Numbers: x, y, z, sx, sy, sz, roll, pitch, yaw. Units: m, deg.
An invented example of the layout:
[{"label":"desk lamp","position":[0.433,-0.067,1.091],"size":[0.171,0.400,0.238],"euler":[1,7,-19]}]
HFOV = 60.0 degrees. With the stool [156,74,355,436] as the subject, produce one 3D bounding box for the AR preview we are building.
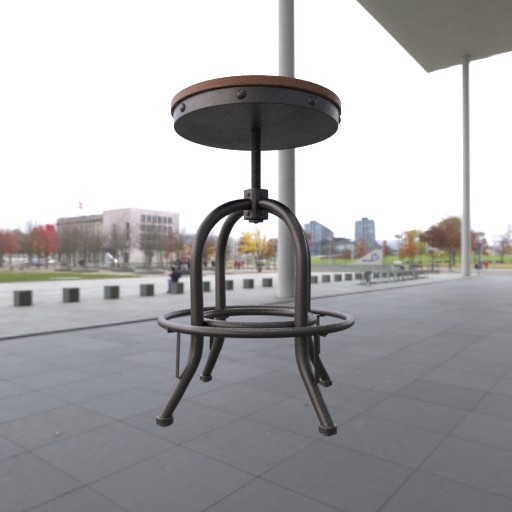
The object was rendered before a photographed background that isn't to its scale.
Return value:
[{"label":"stool","position":[0.000,0.000,0.918],"size":[0.439,0.609,0.439],"euler":[0,-1,-37]}]
